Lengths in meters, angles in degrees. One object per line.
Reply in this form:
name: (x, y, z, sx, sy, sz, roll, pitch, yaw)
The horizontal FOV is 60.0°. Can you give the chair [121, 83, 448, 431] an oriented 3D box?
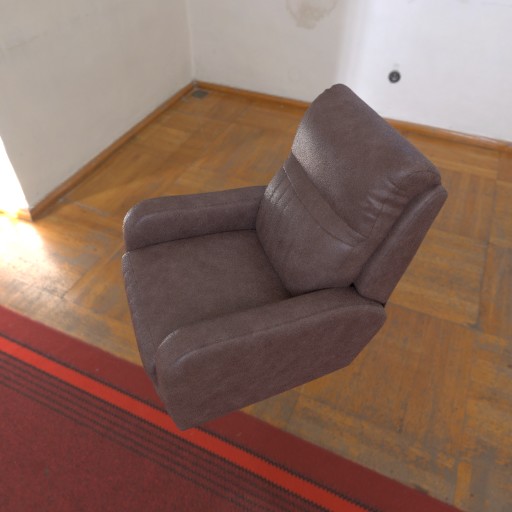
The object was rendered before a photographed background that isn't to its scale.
chair: (0.000, 0.000, 1.792, 1.067, 1.067, 0.865, -15, 48, -14)
